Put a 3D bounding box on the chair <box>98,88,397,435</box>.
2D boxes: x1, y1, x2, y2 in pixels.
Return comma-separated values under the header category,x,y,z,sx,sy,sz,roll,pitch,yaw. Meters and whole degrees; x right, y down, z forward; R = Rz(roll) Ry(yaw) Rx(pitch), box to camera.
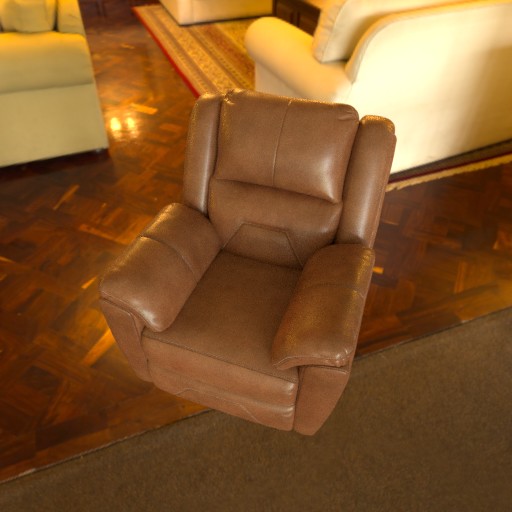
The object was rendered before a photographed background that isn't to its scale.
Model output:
category,x,y,z,sx,sy,sz,roll,pitch,yaw
chair,0.000,0.000,1.923,0.990,1.093,1.041,14,45,14
